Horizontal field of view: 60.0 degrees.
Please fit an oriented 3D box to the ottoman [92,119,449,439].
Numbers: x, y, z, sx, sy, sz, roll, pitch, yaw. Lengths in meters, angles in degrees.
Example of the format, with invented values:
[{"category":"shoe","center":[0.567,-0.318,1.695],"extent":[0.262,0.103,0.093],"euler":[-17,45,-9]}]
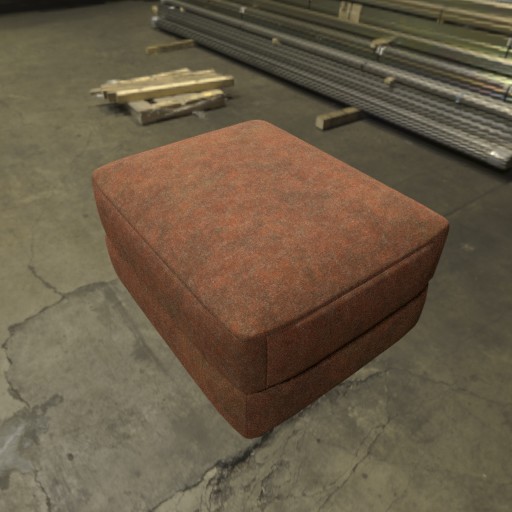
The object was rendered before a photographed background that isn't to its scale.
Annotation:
[{"category":"ottoman","center":[0.000,0.000,1.213],"extent":[0.635,0.508,0.787],"euler":[-25,46,-27]}]
